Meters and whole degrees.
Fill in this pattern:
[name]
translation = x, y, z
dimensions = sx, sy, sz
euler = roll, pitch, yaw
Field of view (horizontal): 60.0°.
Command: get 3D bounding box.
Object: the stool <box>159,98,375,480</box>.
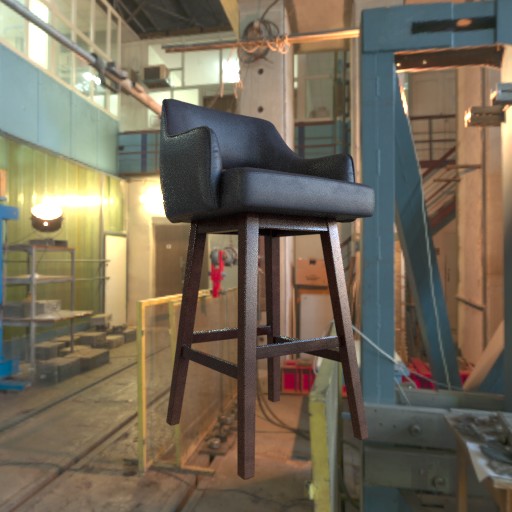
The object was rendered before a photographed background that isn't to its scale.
[stool]
translation = 0.000, 0.000, 1.351
dimensions = 0.550, 1.041, 0.560
euler = 0, -1, -35
